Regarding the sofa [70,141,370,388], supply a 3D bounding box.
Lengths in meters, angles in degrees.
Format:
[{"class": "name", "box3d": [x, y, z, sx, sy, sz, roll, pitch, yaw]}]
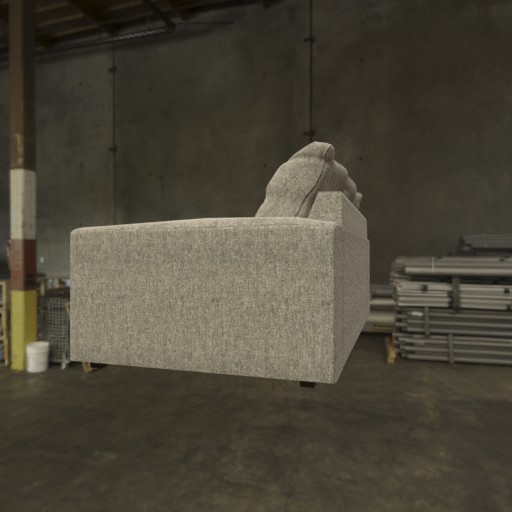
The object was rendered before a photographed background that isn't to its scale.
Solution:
[{"class": "sofa", "box3d": [0.000, 0.000, 2.405, 1.094, 0.877, 1.758, 0, 0, 18]}]
